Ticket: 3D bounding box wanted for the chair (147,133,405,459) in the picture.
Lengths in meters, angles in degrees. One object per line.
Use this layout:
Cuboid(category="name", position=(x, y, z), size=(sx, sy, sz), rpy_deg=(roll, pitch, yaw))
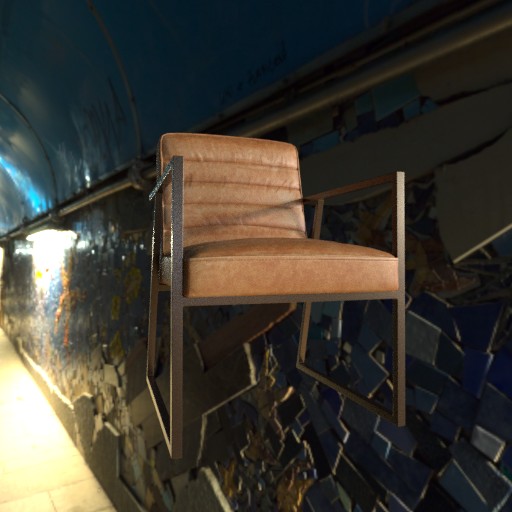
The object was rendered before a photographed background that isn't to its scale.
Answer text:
Cuboid(category="chair", position=(0.000, 0.000, 1.286), size=(0.571, 0.832, 0.677), rpy_deg=(0, 0, -18))
